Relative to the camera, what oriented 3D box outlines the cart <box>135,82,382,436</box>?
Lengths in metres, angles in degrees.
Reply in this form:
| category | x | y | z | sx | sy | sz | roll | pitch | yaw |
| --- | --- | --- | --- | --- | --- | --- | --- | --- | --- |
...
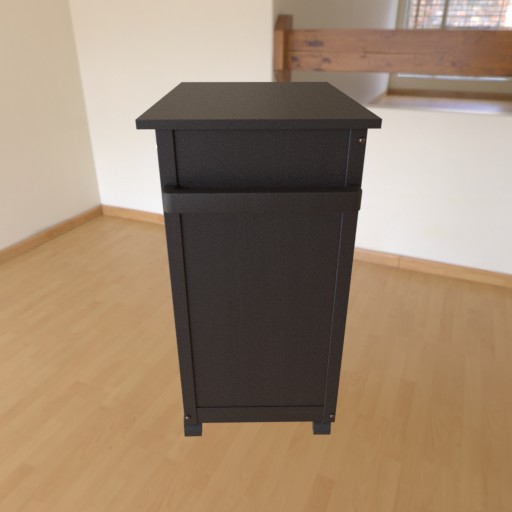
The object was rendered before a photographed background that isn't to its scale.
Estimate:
| category | x | y | z | sx | sy | sz | roll | pitch | yaw |
| --- | --- | --- | --- | --- | --- | --- | --- | --- | --- |
| cart | 0.000 | 0.000 | 1.287 | 0.456 | 0.879 | 0.660 | 0 | 27 | -1 |
